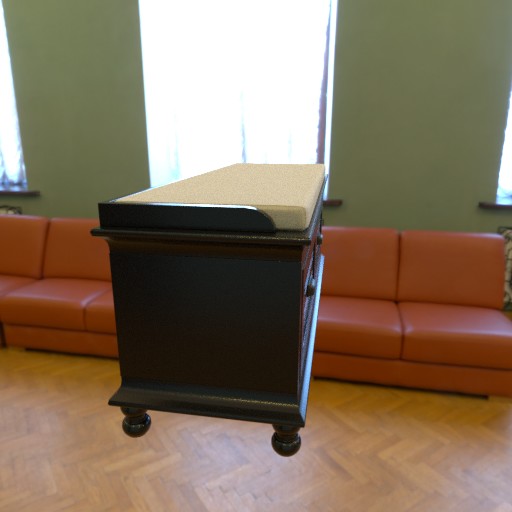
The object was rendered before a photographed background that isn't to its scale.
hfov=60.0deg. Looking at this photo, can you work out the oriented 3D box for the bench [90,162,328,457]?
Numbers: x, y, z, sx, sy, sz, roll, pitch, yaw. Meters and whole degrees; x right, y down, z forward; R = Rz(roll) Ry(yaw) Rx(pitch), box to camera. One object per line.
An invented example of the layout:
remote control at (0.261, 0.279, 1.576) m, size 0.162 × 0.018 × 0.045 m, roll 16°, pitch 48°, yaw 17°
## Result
bench at (0.000, 0.000, 1.389) m, size 0.402 × 0.501 × 1.185 m, roll 3°, pitch 16°, yaw 10°
